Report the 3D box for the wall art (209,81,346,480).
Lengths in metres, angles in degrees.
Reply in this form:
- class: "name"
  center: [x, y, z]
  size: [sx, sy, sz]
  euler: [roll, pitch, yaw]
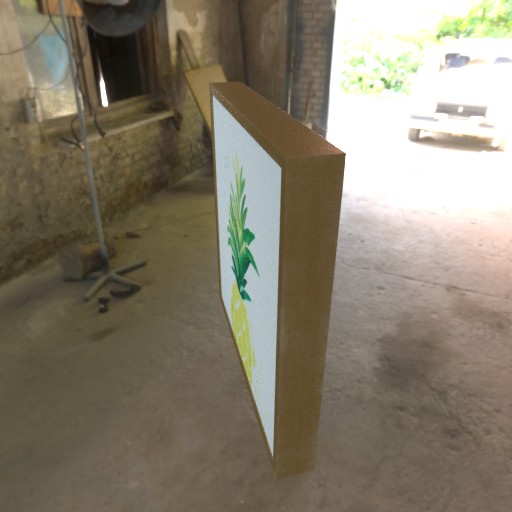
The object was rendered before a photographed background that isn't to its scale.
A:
- class: "wall art"
  center: [0.000, 0.000, 0.469]
  size: [0.038, 0.305, 0.306]
  euler: [-7, 30, -12]
